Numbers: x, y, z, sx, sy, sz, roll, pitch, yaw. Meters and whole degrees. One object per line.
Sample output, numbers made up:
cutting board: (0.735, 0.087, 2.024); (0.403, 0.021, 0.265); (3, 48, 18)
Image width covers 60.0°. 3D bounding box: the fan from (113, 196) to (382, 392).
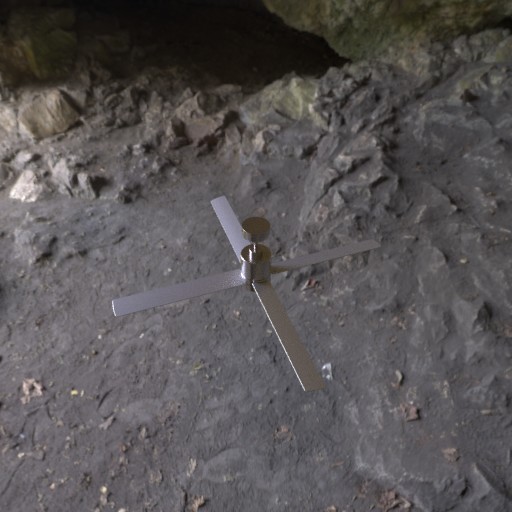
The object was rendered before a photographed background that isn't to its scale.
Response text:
fan: (0.000, 0.000, 2.026); (1.322, 0.355, 1.322); (-13, 44, -15)
